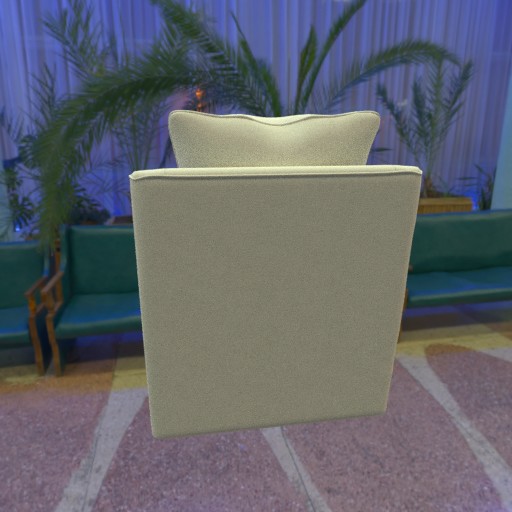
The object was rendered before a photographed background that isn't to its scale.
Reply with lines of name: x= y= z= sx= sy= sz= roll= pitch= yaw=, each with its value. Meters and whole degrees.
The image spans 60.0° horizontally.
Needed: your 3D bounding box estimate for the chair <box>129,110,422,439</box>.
chair: x=0.000 y=0.000 z=1.578 sx=0.756 sy=0.965 sz=0.876 roll=-3 pitch=17 yaw=-9
